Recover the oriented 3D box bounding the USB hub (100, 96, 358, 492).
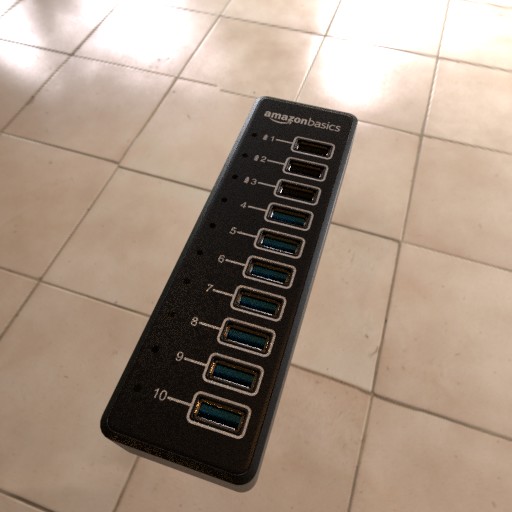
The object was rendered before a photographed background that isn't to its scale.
[{"bbox_3d":[0.000,0.000,0.159,0.044,0.023,0.145,15,59,9],"label":"USB hub"}]
